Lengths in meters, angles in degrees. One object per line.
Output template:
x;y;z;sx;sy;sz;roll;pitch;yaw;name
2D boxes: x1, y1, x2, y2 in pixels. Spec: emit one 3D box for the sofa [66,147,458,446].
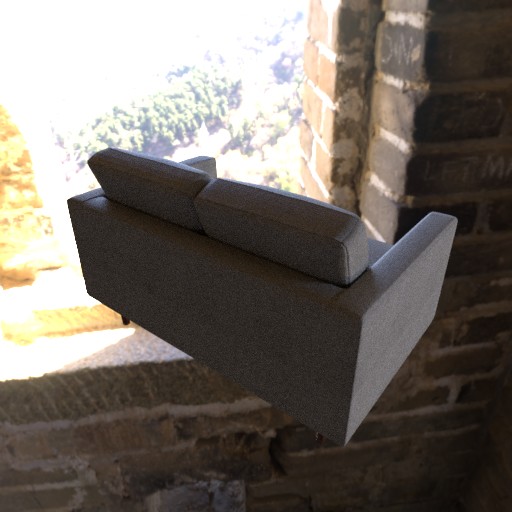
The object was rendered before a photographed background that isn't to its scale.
0.000;0.000;2.133;1.527;0.973;0.969;21;35;32;sofa
